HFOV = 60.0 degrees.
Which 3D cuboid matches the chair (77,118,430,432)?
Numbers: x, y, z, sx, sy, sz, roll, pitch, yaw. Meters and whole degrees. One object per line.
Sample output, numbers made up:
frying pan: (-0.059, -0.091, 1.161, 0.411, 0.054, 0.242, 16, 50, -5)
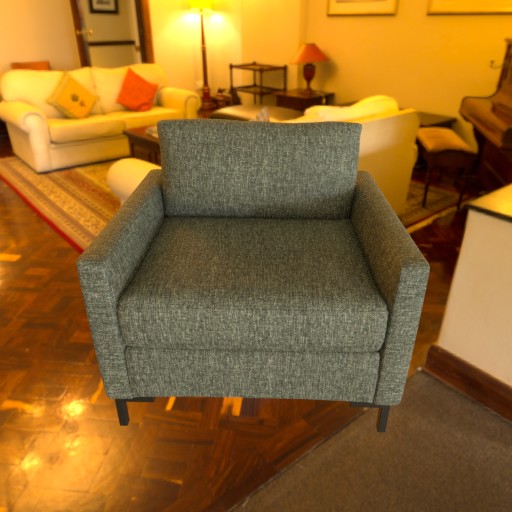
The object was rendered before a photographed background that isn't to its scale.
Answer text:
chair: (0.000, 0.000, 1.606, 0.963, 0.861, 0.866, 1, 28, 2)
